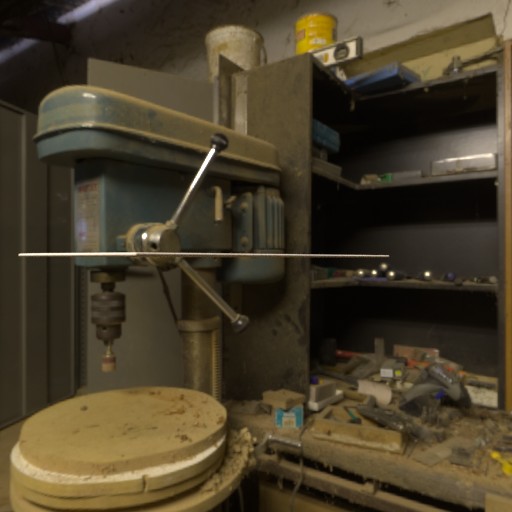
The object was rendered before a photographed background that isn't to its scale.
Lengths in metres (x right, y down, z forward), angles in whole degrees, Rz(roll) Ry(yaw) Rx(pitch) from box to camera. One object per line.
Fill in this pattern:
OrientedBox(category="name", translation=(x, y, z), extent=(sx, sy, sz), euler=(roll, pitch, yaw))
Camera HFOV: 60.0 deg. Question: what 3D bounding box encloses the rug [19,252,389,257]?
OrientedBox(category="rug", translation=(0.000, 0.000, 2.676), extent=(0.793, 0.014, 2.450), euler=(0, 0, 36))
